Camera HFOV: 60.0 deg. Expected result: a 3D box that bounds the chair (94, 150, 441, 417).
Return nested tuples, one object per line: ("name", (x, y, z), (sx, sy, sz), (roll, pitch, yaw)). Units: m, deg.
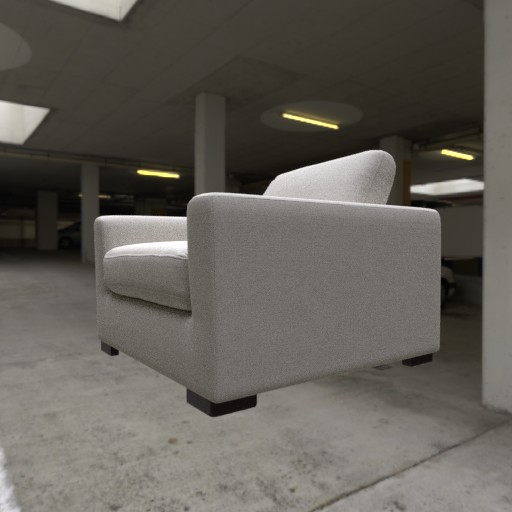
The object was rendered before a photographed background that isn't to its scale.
("chair", (0.000, 0.000, 1.913), (1.100, 0.876, 1.070), (-1, 1, -36))
